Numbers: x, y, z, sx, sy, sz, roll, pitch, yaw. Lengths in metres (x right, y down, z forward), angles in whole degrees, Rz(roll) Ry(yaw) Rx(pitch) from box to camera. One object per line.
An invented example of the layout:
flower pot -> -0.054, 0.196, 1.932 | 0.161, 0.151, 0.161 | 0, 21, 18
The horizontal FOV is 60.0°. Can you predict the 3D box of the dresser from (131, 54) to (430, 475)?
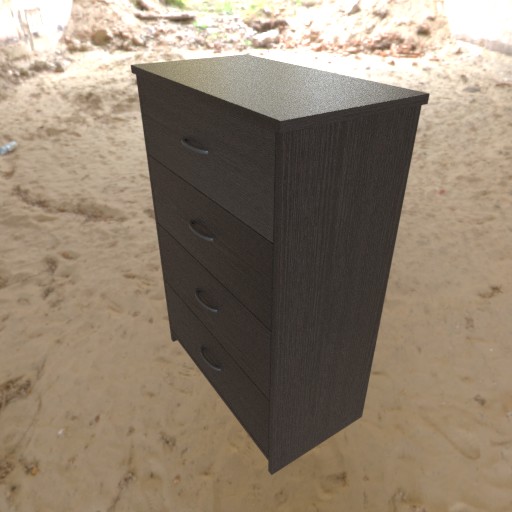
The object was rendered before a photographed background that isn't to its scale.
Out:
dresser -> 0.000, 0.000, 1.344 | 0.399, 1.020, 0.704 | -19, 37, -28
